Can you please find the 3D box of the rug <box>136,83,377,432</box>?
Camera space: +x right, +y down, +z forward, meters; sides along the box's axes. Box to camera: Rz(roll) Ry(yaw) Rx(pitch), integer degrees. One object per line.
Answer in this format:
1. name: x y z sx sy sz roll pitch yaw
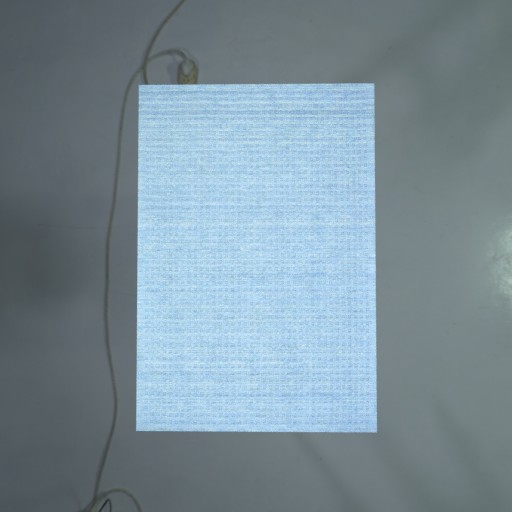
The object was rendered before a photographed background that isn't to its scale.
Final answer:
1. rug: 0.000 0.000 3.695 1.982 0.006 2.895 0 88 1
